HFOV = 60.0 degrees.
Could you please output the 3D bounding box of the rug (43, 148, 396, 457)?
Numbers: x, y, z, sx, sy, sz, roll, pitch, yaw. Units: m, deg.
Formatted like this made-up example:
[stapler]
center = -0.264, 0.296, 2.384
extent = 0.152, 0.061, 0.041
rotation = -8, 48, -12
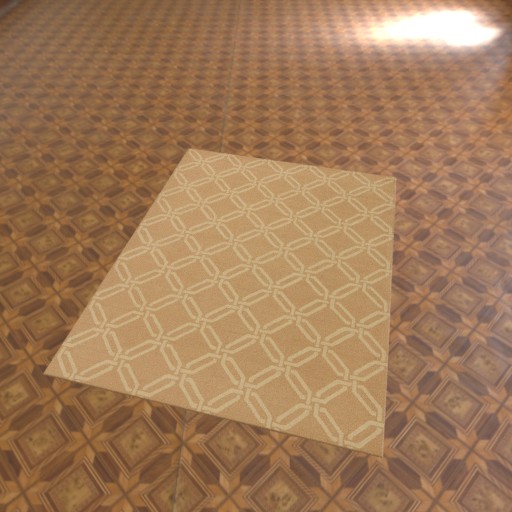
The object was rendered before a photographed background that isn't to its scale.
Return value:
[rug]
center = 0.000, 0.000, 3.819
extent = 2.288, 0.018, 2.895
rotation = 10, 47, 10
